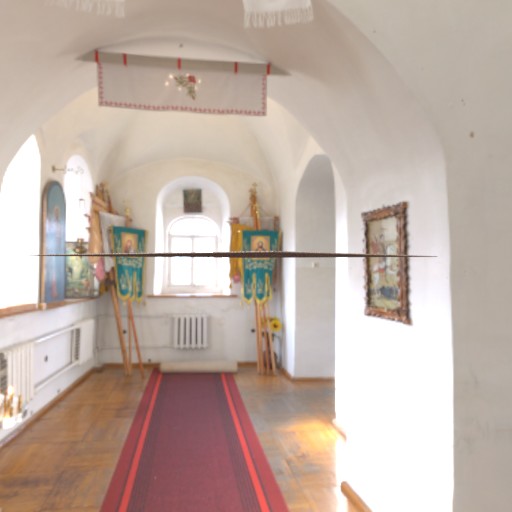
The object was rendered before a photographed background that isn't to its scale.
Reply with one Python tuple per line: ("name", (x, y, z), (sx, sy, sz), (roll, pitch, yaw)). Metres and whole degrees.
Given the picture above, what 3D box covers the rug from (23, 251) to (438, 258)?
("rug", (0.000, 0.000, 4.089), (2.442, 0.008, 3.046), (0, -1, 36))
